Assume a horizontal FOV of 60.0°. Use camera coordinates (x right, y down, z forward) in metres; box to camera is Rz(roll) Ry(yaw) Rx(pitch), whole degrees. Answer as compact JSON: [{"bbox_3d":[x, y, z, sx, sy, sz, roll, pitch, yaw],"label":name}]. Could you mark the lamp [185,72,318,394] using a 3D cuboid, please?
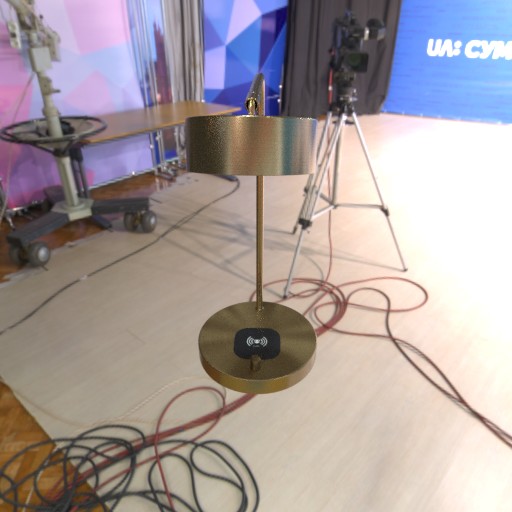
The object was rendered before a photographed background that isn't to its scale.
[{"bbox_3d":[0.000,0.000,0.513,0.171,0.380,0.270,1,31,2],"label":"lamp"}]
